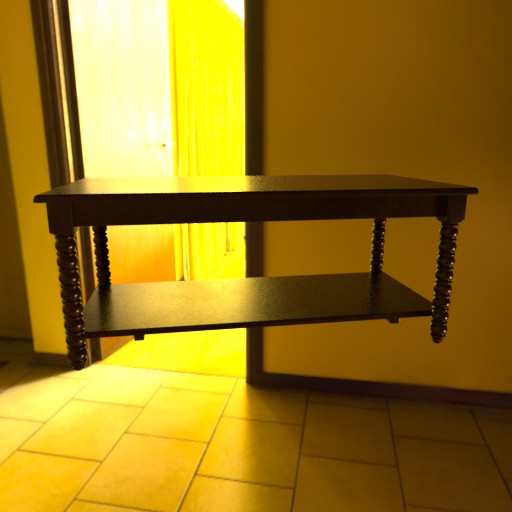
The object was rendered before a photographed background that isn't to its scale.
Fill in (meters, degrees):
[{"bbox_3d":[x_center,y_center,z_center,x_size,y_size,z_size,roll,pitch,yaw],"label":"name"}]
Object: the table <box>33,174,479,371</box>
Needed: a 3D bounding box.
[{"bbox_3d":[0.000,0.000,1.473,1.171,0.487,0.580,-2,14,-9],"label":"table"}]
